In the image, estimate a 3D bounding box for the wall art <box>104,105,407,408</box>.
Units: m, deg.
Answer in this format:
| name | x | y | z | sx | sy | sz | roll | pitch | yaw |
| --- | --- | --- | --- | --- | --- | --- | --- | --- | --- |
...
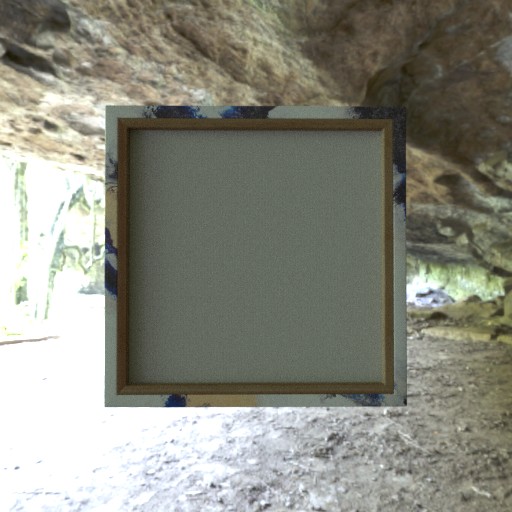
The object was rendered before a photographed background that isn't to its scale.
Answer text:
| name | x | y | z | sx | sy | sz | roll | pitch | yaw |
| --- | --- | --- | --- | --- | --- | --- | --- | --- | --- |
| wall art | 0.000 | 0.000 | 1.318 | 0.887 | 0.885 | 0.038 | 0 | -1 | -1 |
